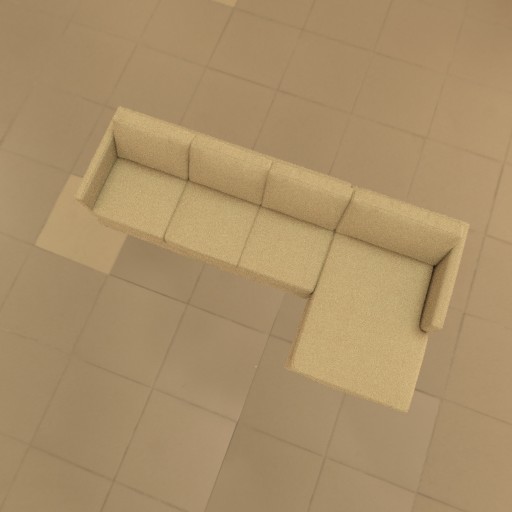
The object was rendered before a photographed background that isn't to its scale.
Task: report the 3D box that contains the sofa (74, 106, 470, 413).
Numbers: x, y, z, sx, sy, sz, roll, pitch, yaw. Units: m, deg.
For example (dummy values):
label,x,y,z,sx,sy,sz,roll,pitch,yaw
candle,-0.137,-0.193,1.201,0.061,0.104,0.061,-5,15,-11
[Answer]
label,x,y,z,sx,sy,sz,roll,pitch,yaw
sofa,0.000,0.000,3.824,3.177,0.867,1.622,20,77,5
